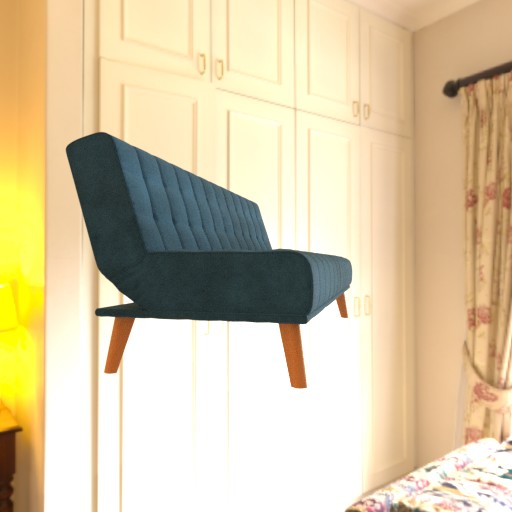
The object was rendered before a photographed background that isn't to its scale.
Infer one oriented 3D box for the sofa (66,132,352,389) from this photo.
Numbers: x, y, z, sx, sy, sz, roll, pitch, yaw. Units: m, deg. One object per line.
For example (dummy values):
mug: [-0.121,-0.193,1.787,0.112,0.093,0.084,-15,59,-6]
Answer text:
sofa: [0.000,0.000,2.266,0.855,0.813,1.804,0,-1,16]
